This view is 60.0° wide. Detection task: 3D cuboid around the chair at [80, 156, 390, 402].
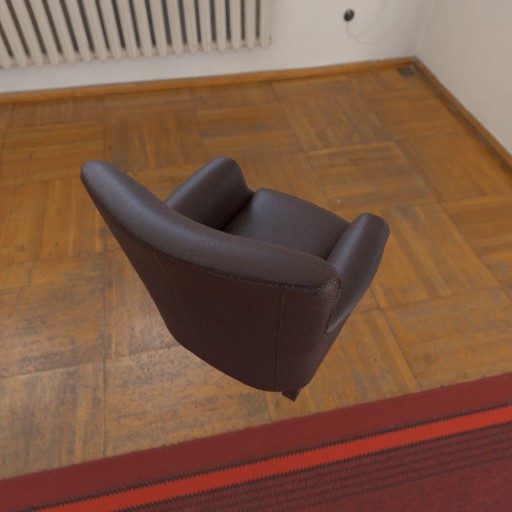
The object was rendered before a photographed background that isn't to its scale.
[{"bbox_3d":[0.000,0.000,1.375,0.700,0.800,0.746,26,54,21],"label":"chair"}]
